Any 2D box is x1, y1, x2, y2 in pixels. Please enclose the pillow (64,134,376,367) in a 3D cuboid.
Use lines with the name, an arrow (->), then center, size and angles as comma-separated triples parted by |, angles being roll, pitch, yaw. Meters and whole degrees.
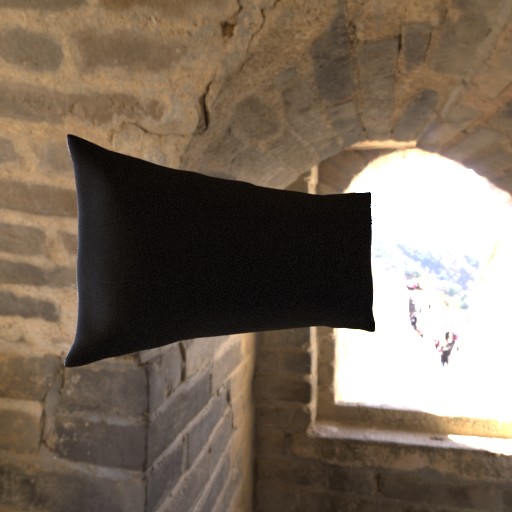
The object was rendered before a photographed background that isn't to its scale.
pillow -> 0.000, 0.000, 0.747 | 0.609, 0.305, 0.151 | 1, -2, -37
